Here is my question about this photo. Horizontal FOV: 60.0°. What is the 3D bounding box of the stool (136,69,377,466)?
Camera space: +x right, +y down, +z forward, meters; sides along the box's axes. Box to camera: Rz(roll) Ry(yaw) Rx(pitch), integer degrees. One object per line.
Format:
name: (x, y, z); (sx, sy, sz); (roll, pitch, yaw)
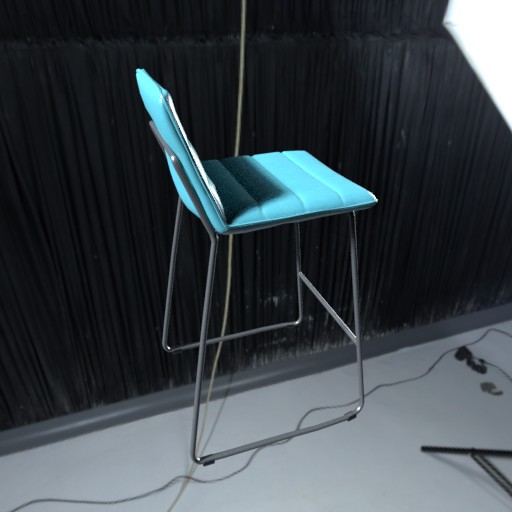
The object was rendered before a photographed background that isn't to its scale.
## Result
stool: (0.000, 0.000, 1.211); (0.524, 0.936, 0.489); (-10, 31, -17)
